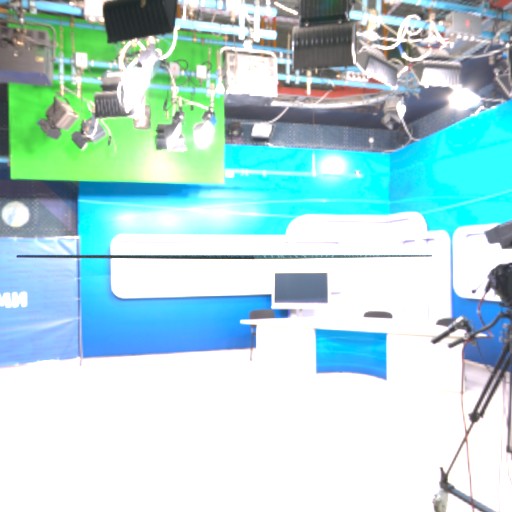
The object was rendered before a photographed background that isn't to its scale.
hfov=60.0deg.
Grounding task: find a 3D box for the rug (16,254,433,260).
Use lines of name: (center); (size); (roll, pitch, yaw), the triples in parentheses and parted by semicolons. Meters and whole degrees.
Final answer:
rug: (0.000, 0.000, 2.730); (1.543, 0.015, 2.144); (0, 0, 36)
